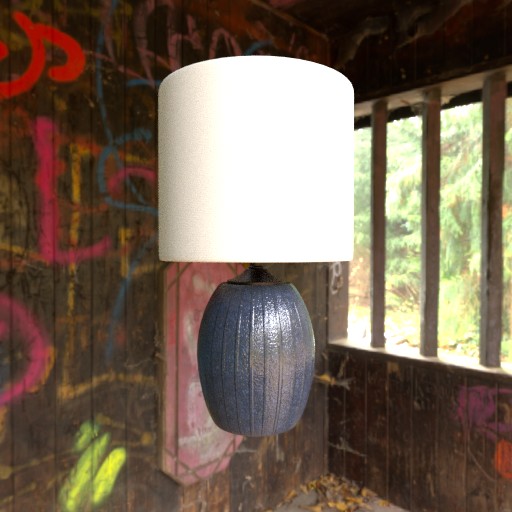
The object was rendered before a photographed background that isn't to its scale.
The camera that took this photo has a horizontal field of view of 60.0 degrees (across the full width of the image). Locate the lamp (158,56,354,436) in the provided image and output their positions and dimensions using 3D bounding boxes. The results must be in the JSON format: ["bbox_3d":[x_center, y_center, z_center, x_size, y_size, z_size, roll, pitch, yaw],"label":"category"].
[{"bbox_3d":[0.000,0.000,0.768,0.329,0.570,0.329,0,1,16],"label":"lamp"}]
